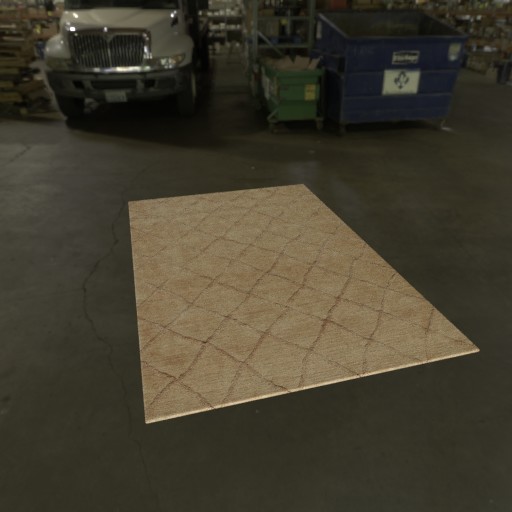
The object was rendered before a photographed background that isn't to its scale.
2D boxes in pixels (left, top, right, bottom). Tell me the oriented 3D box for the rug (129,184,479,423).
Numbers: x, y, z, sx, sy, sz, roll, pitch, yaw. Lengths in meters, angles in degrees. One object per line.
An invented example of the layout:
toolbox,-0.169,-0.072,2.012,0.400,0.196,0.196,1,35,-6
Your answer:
rug,0.000,0.000,2.852,1.528,0.014,2.292,-8,30,-14
